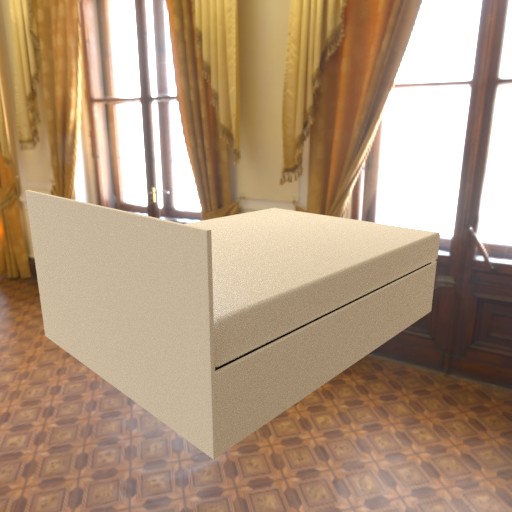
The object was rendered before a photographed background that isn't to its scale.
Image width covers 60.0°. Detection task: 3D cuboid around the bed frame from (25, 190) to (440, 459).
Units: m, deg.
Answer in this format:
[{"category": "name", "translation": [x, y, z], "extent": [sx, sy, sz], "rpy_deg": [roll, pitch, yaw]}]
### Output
[{"category": "bed frame", "translation": [0.000, 0.000, 2.538], "extent": [1.400, 0.800, 1.900], "rpy_deg": [14, 21, 42]}]
